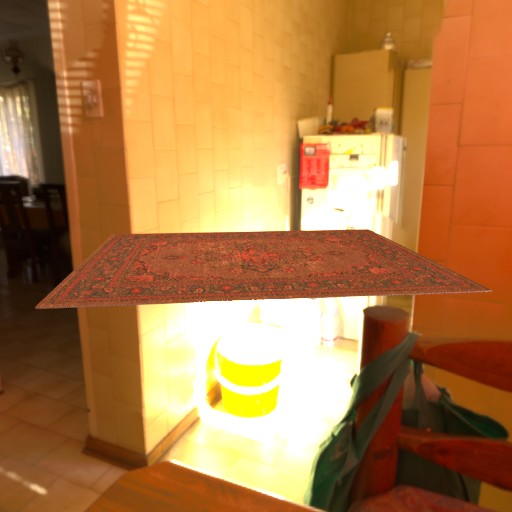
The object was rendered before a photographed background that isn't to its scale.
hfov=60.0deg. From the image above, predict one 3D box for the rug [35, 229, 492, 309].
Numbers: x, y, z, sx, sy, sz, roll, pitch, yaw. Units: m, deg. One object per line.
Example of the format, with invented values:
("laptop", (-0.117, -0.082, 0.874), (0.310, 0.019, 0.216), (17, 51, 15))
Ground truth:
("rug", (0.000, 0.000, 4.102), (3.057, 0.013, 2.434), (-2, 14, -6))
